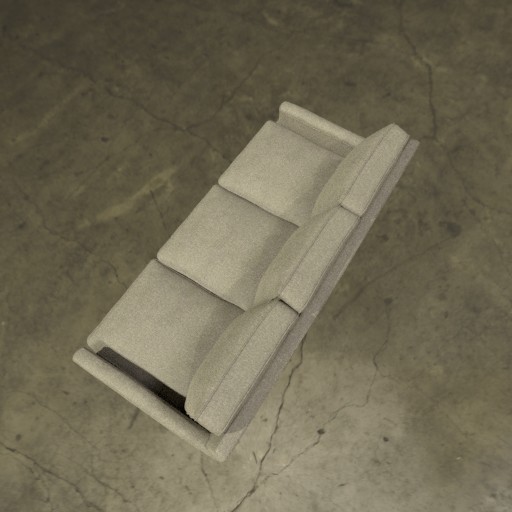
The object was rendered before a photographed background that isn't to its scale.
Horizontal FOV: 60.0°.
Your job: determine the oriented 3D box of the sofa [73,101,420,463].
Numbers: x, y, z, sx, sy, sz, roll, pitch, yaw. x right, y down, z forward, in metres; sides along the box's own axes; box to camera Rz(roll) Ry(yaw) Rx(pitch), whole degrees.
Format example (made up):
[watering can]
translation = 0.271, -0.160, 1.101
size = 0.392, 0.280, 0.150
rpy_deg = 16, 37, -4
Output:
[sofa]
translation = 0.000, 0.000, 2.803
size = 1.084, 1.003, 2.246
rpy_deg = 30, 68, 14
